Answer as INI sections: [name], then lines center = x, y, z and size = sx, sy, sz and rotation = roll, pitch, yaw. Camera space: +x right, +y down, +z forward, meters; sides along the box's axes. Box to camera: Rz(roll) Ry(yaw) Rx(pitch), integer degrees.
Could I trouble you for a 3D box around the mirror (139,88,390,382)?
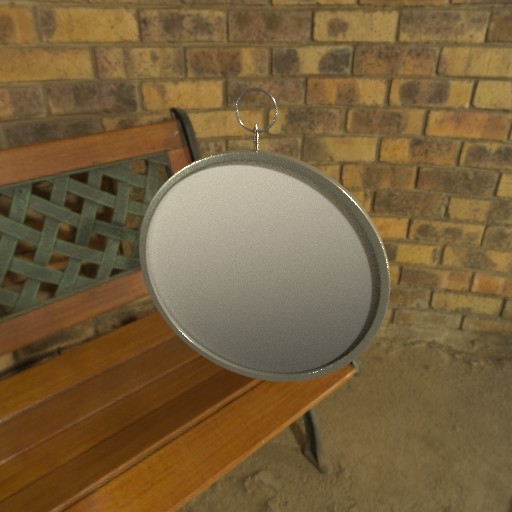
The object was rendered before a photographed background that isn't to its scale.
[mirror]
center = 0.000, 0.000, 0.997
size = 0.594, 0.713, 0.020
rotation = 8, 29, 15
